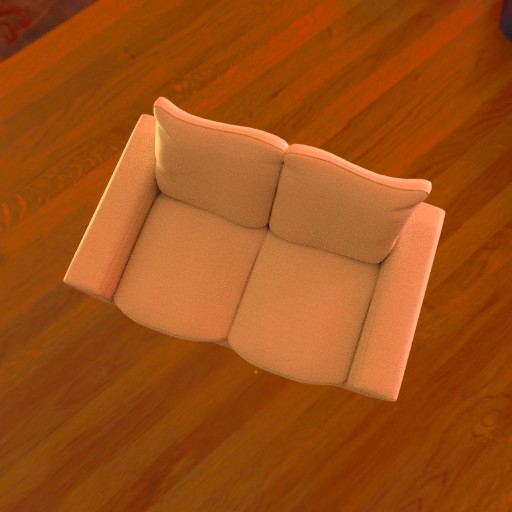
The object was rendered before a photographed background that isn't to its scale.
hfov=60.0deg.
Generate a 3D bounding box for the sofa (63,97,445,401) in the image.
[{"bbox_3d":[0.000,0.000,2.379,1.754,0.875,1.091,19,76,5],"label":"sofa"}]
